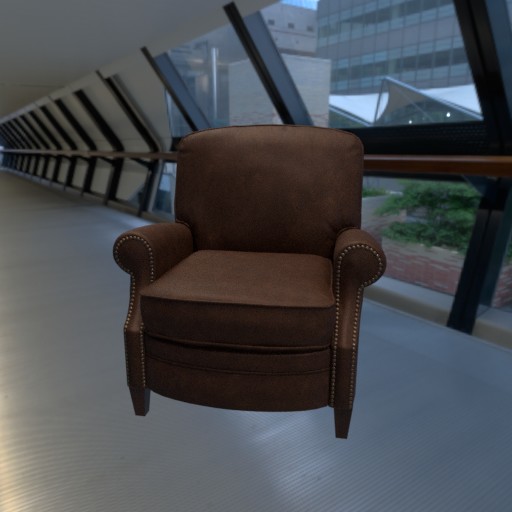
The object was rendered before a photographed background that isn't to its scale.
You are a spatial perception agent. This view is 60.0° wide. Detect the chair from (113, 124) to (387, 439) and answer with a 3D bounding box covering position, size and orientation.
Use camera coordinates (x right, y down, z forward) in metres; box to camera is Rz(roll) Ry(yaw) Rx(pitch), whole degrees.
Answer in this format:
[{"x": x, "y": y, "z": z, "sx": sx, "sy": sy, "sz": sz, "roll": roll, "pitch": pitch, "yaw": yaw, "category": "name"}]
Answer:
[{"x": 0.000, "y": 0.000, "z": 1.750, "sx": 0.936, "sy": 1.018, "sz": 0.986, "roll": 3, "pitch": 15, "yaw": 10, "category": "chair"}]
